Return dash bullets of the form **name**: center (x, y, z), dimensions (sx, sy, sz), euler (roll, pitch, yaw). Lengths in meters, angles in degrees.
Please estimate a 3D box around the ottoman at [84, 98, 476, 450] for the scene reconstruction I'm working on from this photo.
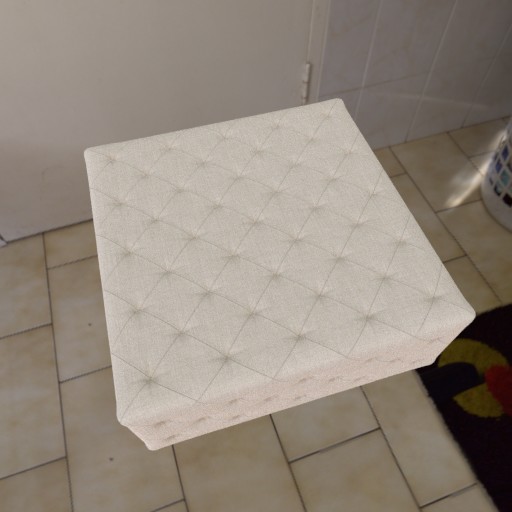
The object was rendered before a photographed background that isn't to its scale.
- **ottoman**: center (0.000, 0.000, 1.615), dimensions (1.028, 0.439, 1.028), euler (-14, 58, -9)
